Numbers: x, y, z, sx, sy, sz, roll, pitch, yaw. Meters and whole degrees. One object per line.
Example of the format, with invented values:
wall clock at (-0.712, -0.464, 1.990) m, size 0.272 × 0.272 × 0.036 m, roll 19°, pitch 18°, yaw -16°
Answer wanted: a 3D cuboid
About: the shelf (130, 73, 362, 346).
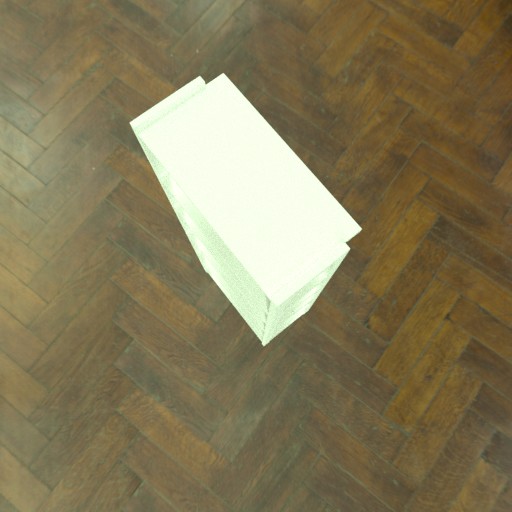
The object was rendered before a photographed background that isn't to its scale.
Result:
shelf at (0.000, 0.000, 2.112) m, size 0.381 × 1.892 × 0.660 m, roll -37°, pitch 79°, yaw -9°
